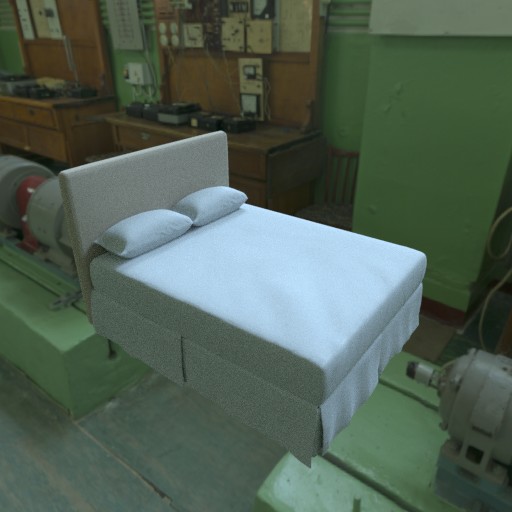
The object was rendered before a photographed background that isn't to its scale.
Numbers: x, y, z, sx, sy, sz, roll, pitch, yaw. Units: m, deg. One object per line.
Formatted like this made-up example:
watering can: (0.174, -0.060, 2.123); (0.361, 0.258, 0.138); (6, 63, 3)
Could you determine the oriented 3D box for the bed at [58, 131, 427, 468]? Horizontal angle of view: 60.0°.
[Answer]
bed: (0.000, 0.000, 3.304); (2.142, 1.330, 1.748); (19, 33, 32)
